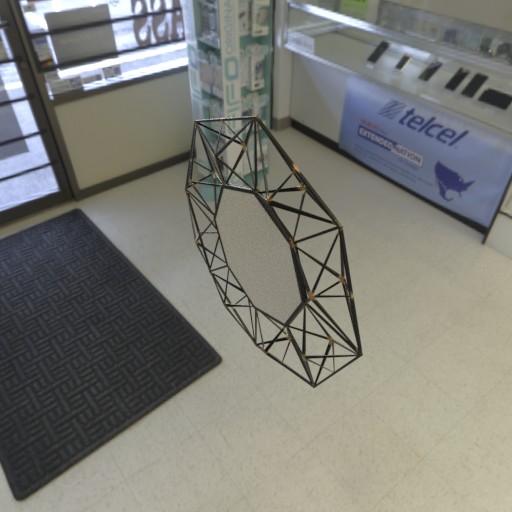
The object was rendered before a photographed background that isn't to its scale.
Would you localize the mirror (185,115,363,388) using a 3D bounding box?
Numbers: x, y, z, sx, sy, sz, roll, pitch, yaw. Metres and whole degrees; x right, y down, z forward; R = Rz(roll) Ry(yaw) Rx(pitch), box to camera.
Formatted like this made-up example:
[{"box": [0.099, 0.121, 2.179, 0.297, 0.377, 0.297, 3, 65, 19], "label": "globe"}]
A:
[{"box": [0.000, 0.000, 1.074, 0.094, 0.710, 0.710, -25, 48, -25], "label": "mirror"}]
